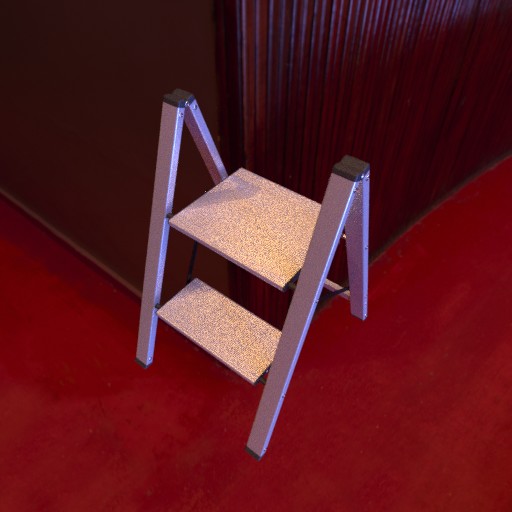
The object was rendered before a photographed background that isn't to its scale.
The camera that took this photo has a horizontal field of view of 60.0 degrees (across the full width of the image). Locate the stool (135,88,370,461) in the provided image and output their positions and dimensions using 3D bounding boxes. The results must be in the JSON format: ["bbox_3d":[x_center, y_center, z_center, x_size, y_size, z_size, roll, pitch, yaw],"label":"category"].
[{"bbox_3d":[0.000,0.000,1.034,0.440,0.670,0.535,29,53,25],"label":"stool"}]
